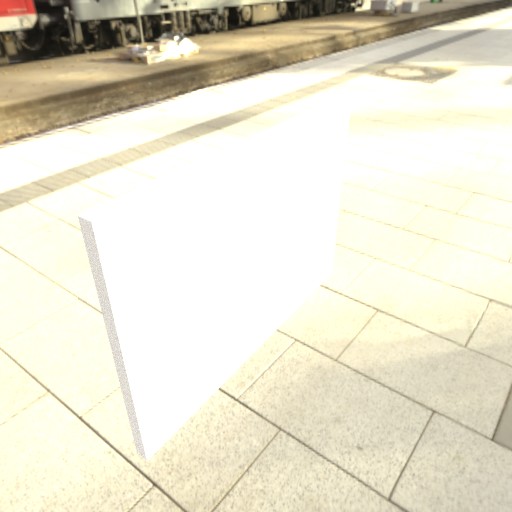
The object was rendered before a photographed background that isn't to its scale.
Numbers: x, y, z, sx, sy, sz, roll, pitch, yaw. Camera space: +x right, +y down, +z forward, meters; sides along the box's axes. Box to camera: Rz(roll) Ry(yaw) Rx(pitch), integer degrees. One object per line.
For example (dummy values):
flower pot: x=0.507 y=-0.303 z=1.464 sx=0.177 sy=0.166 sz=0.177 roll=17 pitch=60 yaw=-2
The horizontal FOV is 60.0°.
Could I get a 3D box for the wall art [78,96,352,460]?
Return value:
wall art: x=0.000 y=0.000 z=1.674 sx=0.051 sy=0.902 sz=1.308 roll=21 pitch=39 yaw=29
